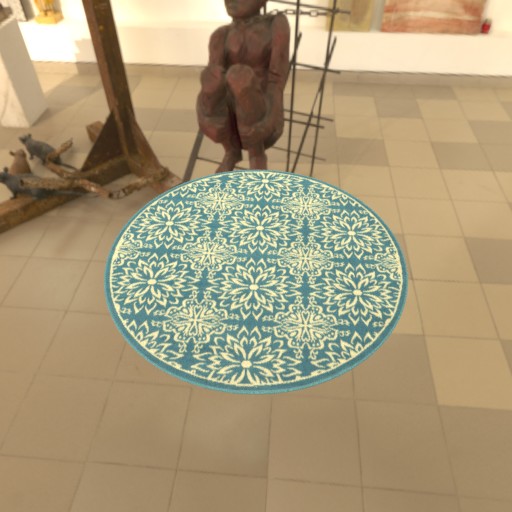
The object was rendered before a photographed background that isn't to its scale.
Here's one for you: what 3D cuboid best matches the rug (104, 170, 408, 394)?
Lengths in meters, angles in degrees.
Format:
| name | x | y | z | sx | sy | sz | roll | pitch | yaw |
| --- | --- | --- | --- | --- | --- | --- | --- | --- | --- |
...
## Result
| name | x | y | z | sx | sy | sz | roll | pitch | yaw |
| --- | --- | --- | --- | --- | --- | --- | --- | --- | --- |
| rug | 0.000 | 0.000 | 2.387 | 1.593 | 0.012 | 1.593 | 0 | 46 | 0 |
